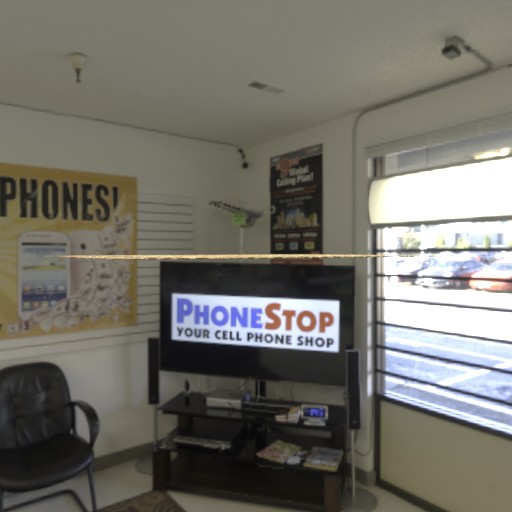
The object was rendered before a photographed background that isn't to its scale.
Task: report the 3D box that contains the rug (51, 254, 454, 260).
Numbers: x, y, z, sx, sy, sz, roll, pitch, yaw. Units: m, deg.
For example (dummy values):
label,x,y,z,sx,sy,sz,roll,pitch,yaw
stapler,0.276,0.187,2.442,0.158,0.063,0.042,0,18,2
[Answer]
label,x,y,z,sx,sy,sz,roll,pitch,yaw
rug,0.000,0.000,3.067,2.438,0.008,1.524,0,1,-35
